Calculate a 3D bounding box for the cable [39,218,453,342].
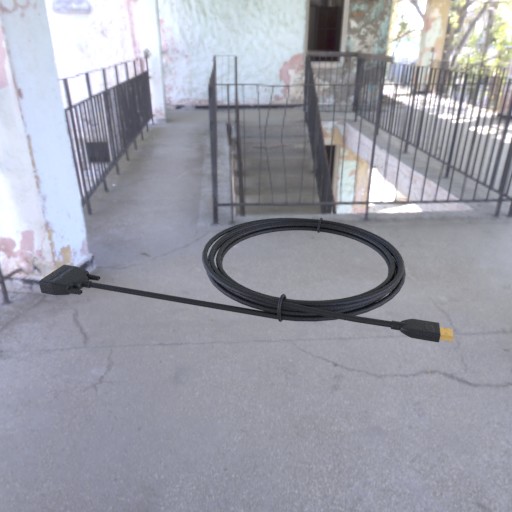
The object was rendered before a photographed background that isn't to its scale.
[{"bbox_3d":[0.000,0.000,0.532,0.422,0.030,0.257,8,27,15],"label":"cable"}]
